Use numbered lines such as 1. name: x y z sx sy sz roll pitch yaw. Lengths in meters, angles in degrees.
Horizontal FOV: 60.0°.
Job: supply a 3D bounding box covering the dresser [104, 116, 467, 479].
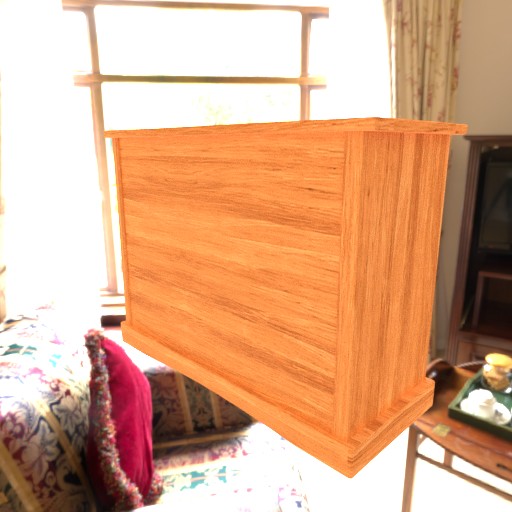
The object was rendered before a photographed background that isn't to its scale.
1. dresser: 0.000 0.000 1.323 0.410 0.740 0.990 -13 19 -43
